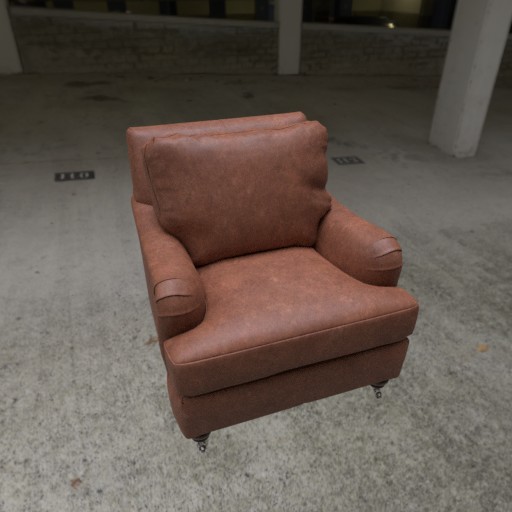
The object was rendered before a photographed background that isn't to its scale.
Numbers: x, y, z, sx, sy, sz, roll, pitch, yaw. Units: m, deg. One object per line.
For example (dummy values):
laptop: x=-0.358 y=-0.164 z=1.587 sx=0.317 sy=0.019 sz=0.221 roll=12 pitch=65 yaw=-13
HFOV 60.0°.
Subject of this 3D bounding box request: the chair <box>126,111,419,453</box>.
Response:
chair: x=0.000 y=0.000 z=1.982 sx=0.986 sy=1.055 sz=1.158 roll=-11 pitch=34 yaw=-16
